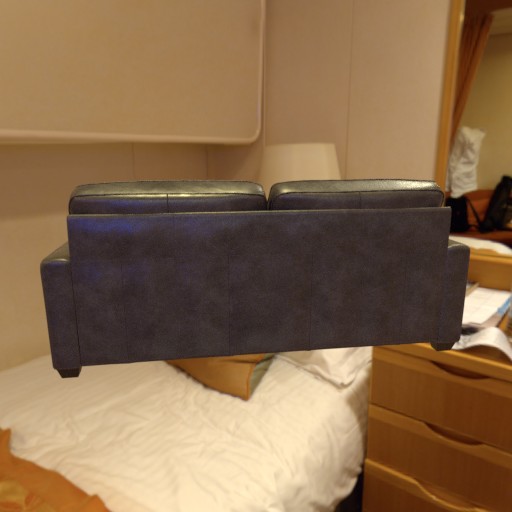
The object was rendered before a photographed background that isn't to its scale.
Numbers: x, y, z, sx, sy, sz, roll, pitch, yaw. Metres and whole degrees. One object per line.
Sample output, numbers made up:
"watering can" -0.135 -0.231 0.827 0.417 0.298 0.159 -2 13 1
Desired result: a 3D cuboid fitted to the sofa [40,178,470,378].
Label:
"sofa" 0.000 0.000 2.546 2.081 0.916 0.939 -2 14 -8
